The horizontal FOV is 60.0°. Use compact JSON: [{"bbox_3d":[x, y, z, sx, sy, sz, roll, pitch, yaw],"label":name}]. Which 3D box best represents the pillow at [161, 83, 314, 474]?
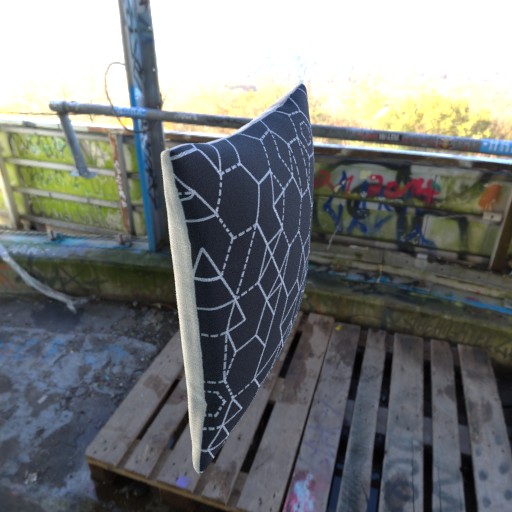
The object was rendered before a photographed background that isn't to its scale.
[{"bbox_3d":[0.000,0.000,0.776,0.158,0.508,0.517,10,31,18],"label":"pillow"}]
